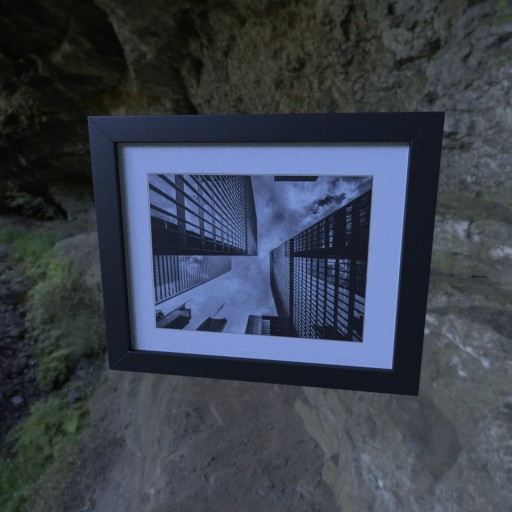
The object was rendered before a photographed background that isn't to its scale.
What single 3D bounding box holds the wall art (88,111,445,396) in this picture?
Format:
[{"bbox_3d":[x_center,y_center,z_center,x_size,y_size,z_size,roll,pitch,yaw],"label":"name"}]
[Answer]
[{"bbox_3d":[0.000,0.000,0.748,0.558,0.457,0.031,2,14,9],"label":"wall art"}]
